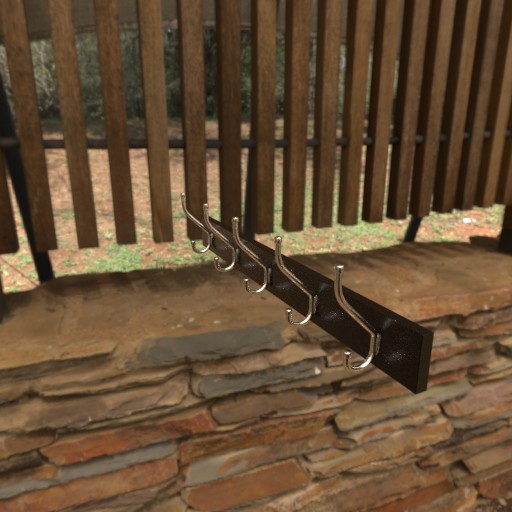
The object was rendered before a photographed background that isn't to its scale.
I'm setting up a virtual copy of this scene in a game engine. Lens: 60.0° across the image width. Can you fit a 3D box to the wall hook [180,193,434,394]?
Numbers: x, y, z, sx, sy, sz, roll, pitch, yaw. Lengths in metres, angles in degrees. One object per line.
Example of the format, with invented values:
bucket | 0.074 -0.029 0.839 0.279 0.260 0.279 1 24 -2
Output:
wall hook | 0.000 0.000 0.624 0.071 0.117 0.571 -8 19 -25
